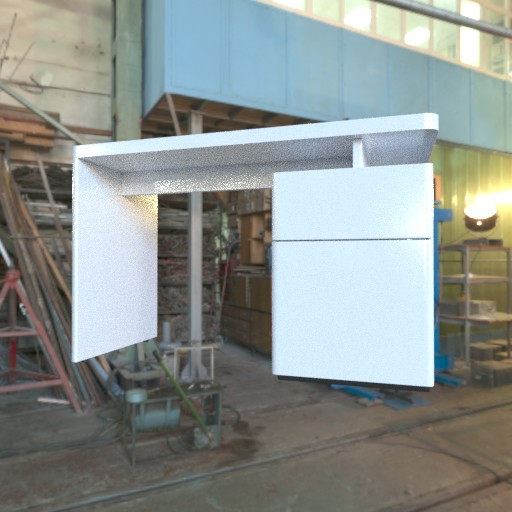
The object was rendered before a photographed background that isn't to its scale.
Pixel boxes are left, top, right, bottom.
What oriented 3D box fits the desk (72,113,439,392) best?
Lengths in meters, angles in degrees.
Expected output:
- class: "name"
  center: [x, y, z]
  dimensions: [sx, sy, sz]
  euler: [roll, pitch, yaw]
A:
- class: "desk"
  center: [0.000, 0.000, 1.618]
  dimensions: [1.200, 0.760, 0.550]
  euler: [0, -1, 17]
